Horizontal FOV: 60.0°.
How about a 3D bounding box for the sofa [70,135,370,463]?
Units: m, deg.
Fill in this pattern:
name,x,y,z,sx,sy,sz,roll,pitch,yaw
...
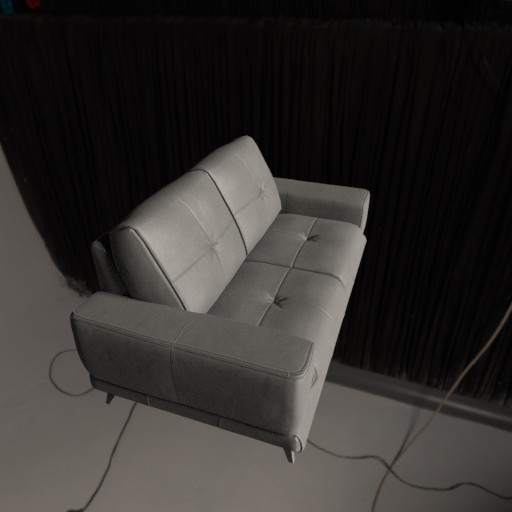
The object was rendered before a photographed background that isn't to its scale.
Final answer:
name,x,y,z,sx,sy,sz,roll,pitch,yaw
sofa,0.000,0.000,2.403,1.018,0.907,1.806,11,33,17
